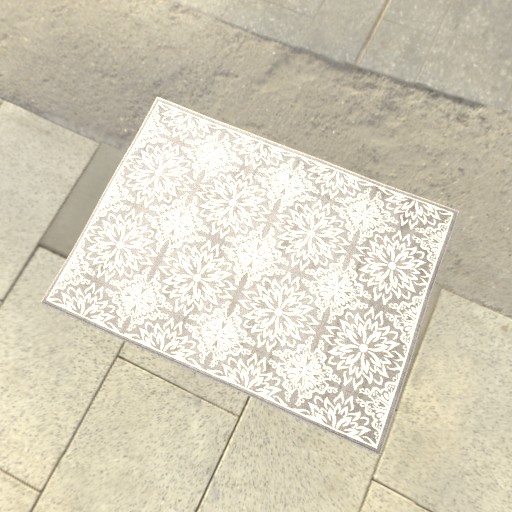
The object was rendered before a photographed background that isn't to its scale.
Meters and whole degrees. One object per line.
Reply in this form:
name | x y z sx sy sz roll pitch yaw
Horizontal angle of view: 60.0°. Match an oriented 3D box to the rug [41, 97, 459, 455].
rug | 0.000 0.000 2.822 2.213 0.014 1.608 22 75 6
